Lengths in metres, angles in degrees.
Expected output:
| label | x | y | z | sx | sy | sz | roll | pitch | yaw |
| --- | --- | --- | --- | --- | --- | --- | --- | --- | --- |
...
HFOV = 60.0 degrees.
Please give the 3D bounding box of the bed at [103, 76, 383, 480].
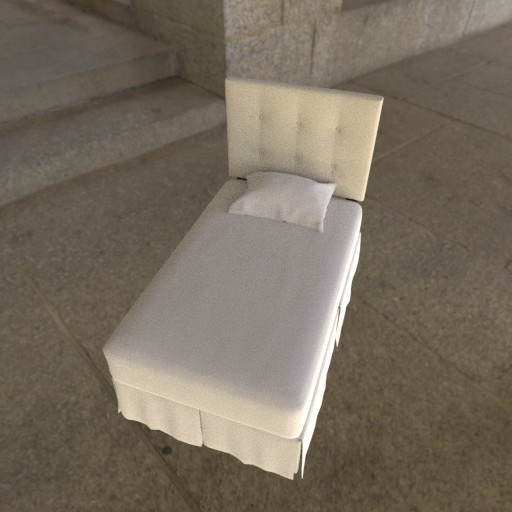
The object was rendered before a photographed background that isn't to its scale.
| label | x | y | z | sx | sy | sz | roll | pitch | yaw |
| --- | --- | --- | --- | --- | --- | --- | --- | --- | --- |
| bed | 0.000 | 0.000 | 2.939 | 1.261 | 1.571 | 1.997 | 13 | 43 | 14 |
